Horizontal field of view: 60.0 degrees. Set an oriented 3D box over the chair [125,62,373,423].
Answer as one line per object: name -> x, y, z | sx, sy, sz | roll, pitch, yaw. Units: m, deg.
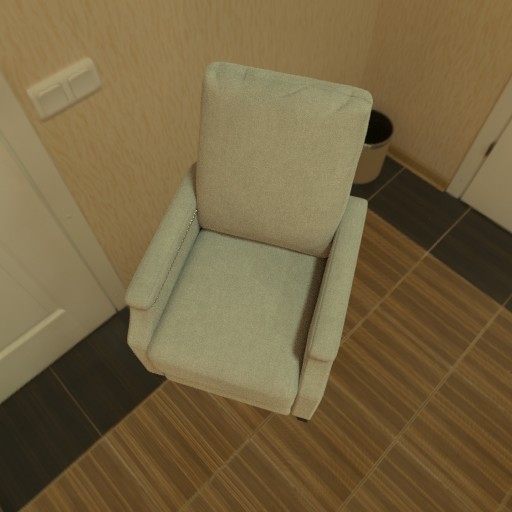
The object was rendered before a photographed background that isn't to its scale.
chair -> 0.000, 0.000, 1.644 | 0.710, 1.049, 0.922 | 14, 60, 8
